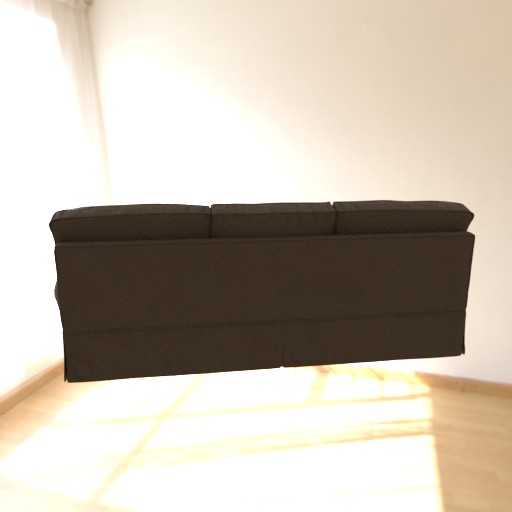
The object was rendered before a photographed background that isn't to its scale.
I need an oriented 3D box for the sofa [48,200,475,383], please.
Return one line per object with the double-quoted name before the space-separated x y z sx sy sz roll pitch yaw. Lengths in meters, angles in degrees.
"sofa" 0.000 0.000 3.334 2.475 0.978 1.733 -2 14 -8
